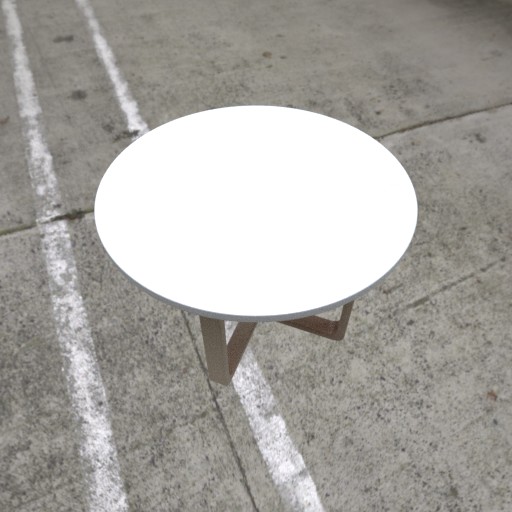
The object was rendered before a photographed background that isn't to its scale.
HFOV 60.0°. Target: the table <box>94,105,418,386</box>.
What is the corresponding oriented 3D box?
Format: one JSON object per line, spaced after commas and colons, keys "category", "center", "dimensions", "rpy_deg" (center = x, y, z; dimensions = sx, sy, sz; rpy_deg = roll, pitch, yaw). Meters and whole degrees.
{"category": "table", "center": [0.000, 0.000, 0.993], "dimensions": [0.600, 0.400, 0.600], "rpy_deg": [0, 48, 0]}
